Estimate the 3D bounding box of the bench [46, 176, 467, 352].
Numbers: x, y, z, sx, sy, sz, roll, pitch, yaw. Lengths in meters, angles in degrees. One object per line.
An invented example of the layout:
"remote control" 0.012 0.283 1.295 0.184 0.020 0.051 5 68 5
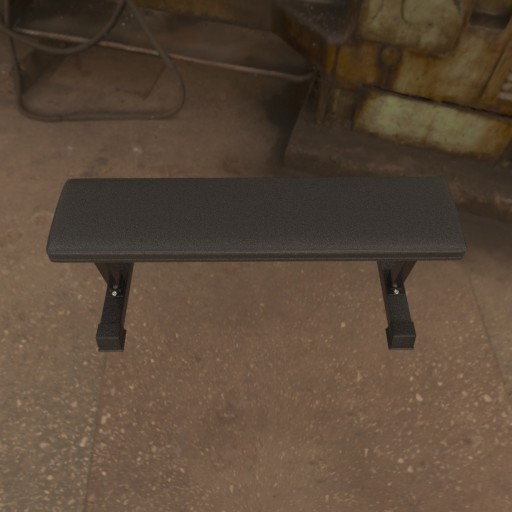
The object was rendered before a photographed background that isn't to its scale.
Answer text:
"bench" 0.000 0.000 1.348 1.072 0.453 0.439 0 58 0
